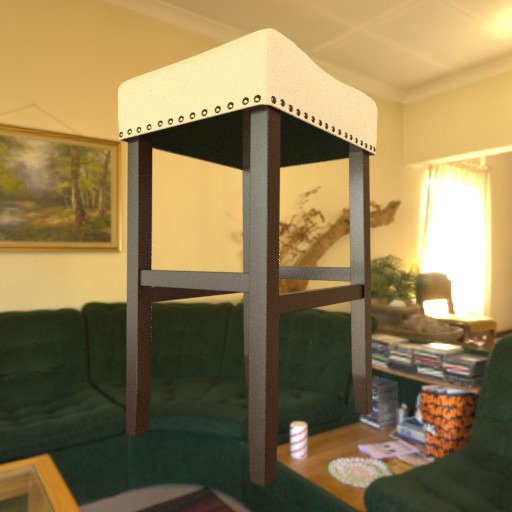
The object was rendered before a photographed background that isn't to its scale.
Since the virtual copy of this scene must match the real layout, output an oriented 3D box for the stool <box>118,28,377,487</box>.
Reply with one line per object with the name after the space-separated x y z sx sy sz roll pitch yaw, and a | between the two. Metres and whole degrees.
0.000 0.000 1.014 0.401 0.762 0.471 0 0 37 | stool
